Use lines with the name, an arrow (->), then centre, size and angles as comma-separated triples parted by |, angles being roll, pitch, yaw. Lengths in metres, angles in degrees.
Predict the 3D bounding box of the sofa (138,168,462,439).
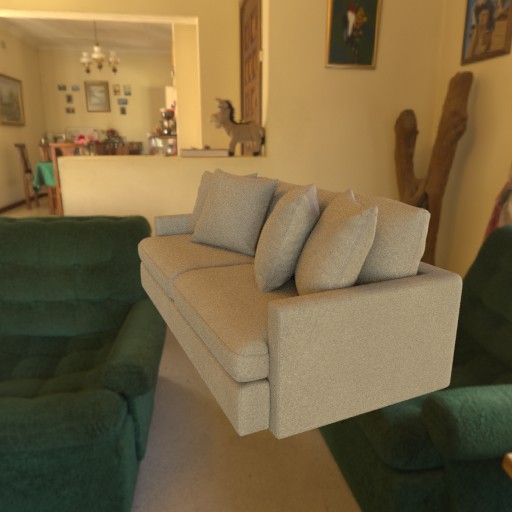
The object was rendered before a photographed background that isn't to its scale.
sofa -> 0.000, 0.000, 3.025 | 1.228, 1.084, 2.380 | -7, 17, -24
